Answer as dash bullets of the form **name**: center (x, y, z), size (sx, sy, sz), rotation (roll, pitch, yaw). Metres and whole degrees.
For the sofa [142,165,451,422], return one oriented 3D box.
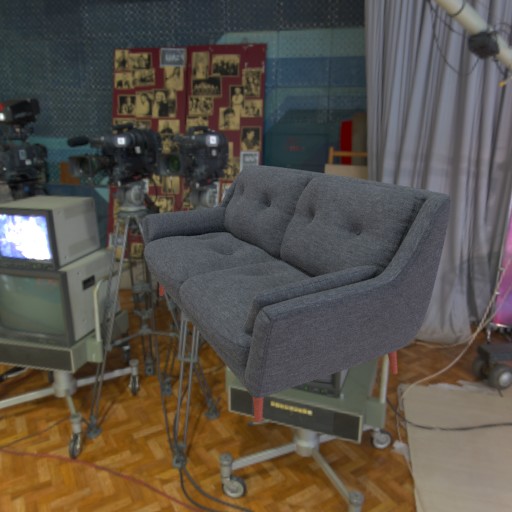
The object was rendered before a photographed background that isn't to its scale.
- **sofa**: center (0.000, 0.000, 2.485), size (0.975, 0.896, 1.929), rotation (-7, 17, -25)
